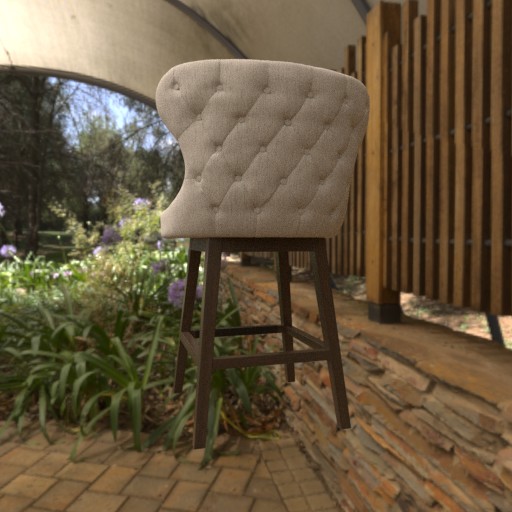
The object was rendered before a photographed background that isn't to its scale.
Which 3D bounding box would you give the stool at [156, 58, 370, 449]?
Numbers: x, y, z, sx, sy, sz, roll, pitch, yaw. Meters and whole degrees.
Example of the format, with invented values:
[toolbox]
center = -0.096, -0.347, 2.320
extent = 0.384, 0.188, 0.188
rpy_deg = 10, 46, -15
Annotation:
[stool]
center = 0.000, 0.000, 1.364
extent = 0.615, 0.972, 0.597
rpy_deg = -1, 2, -17
